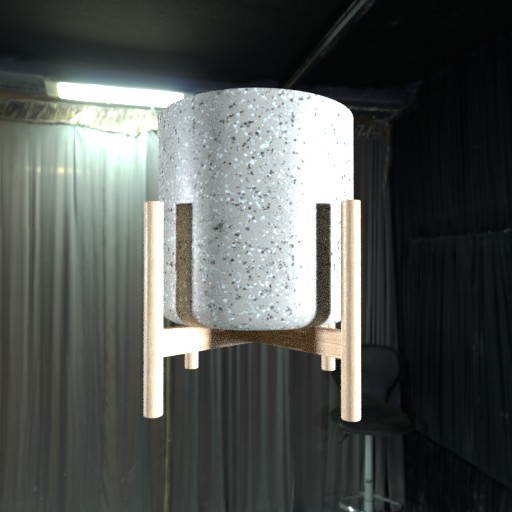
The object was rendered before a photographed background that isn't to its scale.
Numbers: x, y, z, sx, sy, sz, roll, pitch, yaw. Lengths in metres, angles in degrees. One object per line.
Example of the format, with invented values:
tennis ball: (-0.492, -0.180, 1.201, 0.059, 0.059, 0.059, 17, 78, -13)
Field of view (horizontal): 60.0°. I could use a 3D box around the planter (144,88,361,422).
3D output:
planter: (0.000, 0.000, 0.704, 0.360, 0.419, 0.360, 0, -1, -20)
